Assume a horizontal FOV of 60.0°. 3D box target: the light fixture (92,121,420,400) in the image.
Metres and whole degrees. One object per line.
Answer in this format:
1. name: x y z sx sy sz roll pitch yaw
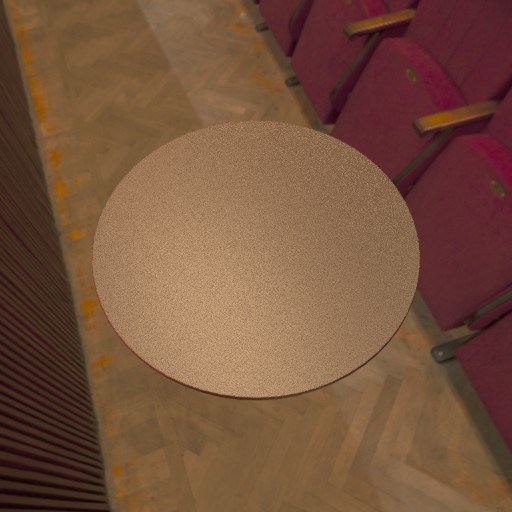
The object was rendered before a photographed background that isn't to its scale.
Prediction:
1. light fixture: 0.000 0.000 0.546 0.368 0.100 0.368 0 59 0
